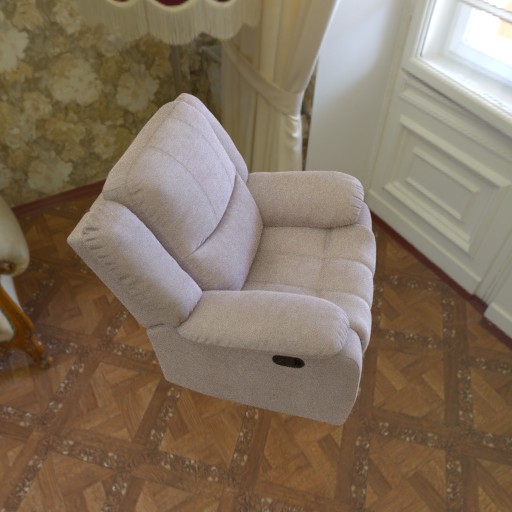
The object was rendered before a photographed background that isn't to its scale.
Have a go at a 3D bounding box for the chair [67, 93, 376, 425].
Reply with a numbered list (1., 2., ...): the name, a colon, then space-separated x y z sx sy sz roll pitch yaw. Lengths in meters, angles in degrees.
1. chair: 0.000 0.000 1.726 0.944 1.008 0.899 10 48 9
